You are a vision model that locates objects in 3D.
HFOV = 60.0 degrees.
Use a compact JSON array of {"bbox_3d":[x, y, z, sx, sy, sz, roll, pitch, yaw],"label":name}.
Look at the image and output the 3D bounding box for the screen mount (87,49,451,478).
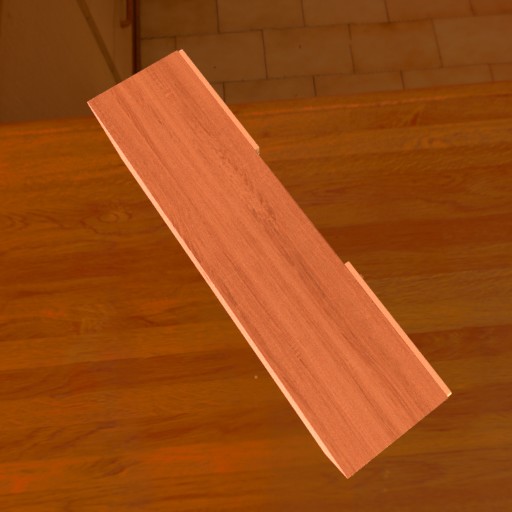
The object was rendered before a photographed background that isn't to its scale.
[{"bbox_3d":[0.000,0.000,1.727,0.420,0.570,1.500,-34,77,-9],"label":"screen mount"}]
